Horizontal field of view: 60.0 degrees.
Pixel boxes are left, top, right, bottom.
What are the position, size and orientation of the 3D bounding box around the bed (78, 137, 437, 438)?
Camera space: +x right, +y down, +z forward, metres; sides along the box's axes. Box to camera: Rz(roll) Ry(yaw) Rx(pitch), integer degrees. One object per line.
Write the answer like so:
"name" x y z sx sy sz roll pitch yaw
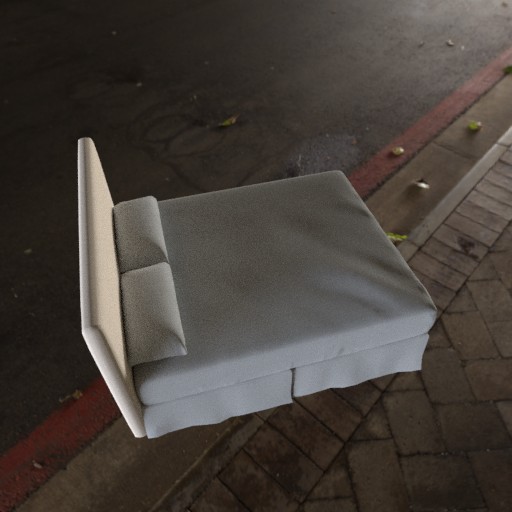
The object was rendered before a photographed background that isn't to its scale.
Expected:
"bed" 0.000 0.000 3.206 2.142 1.330 1.748 -12 48 -11
